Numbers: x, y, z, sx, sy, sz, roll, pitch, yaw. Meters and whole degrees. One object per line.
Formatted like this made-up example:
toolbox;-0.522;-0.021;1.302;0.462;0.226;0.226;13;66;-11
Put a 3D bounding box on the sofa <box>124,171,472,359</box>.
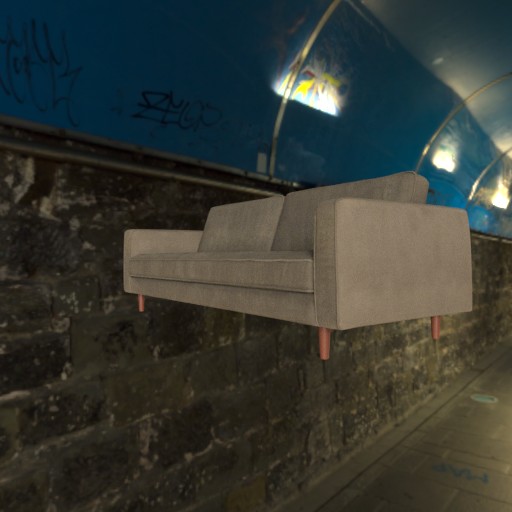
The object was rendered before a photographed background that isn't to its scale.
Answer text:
sofa;0.000;0.000;2.737;0.923;0.813;2.295;0;0;-36
